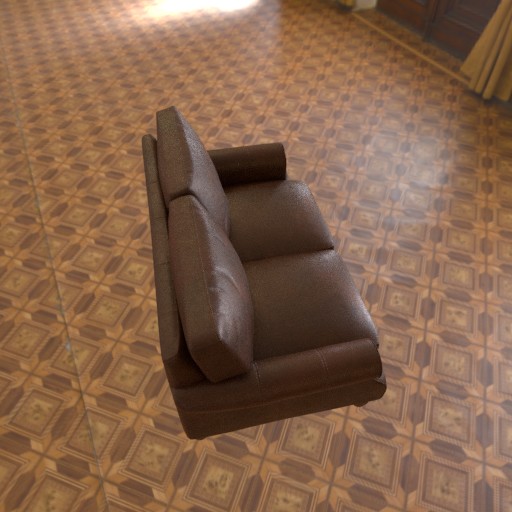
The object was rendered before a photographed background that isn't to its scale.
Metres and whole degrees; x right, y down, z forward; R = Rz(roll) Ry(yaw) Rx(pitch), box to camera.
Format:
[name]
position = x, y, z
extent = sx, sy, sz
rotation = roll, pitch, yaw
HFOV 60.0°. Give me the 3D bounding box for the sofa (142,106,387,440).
[sofa]
position = 0.000, 0.000, 2.286
extent = 0.990, 0.976, 1.616
rotation = -9, 49, -8
